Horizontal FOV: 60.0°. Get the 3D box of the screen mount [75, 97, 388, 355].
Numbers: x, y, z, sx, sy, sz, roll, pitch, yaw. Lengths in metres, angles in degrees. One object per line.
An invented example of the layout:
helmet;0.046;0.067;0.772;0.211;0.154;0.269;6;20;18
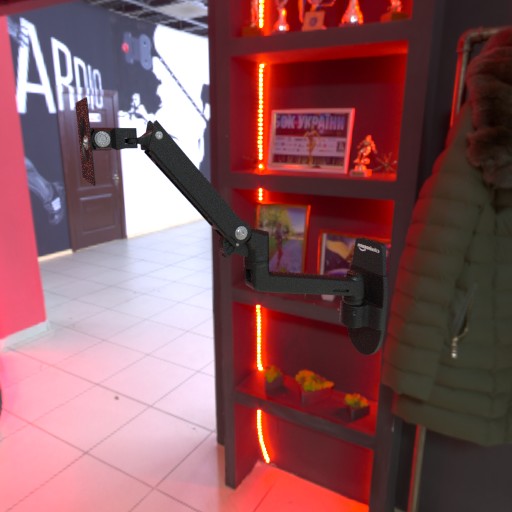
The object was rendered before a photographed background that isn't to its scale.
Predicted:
screen mount;0.000;0.000;0.725;0.495;0.466;0.115;-8;17;-26
